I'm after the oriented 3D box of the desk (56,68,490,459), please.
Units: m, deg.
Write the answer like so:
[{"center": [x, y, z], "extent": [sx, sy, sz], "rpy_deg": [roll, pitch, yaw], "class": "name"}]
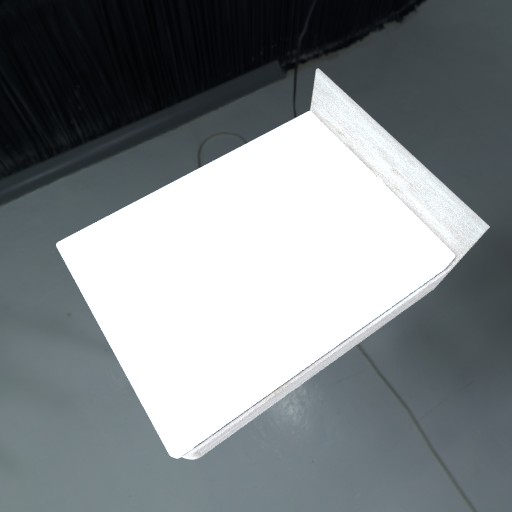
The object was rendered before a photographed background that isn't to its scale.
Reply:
[{"center": [0.000, 0.000, 2.608], "extent": [1.900, 0.800, 1.400], "rpy_deg": [-31, 67, -15], "class": "desk"}]
